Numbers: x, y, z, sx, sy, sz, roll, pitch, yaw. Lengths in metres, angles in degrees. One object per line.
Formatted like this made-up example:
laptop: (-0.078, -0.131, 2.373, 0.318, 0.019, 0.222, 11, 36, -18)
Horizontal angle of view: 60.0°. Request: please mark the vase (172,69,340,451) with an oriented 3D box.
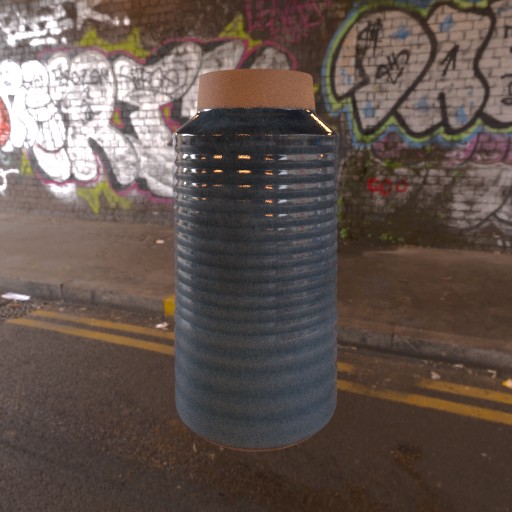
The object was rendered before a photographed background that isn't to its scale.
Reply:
vase: (0.000, 0.000, 0.419, 0.163, 0.316, 0.163, 0, 15, 0)
